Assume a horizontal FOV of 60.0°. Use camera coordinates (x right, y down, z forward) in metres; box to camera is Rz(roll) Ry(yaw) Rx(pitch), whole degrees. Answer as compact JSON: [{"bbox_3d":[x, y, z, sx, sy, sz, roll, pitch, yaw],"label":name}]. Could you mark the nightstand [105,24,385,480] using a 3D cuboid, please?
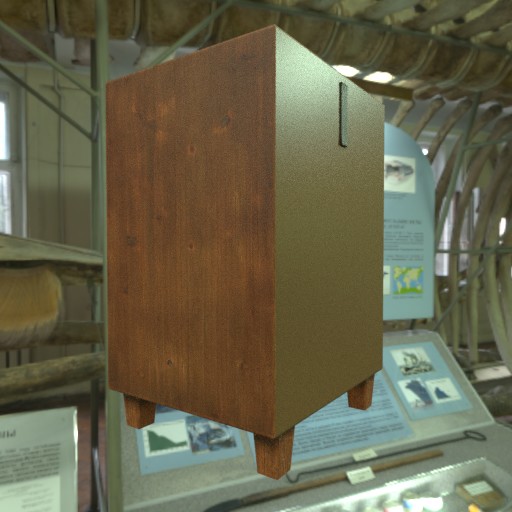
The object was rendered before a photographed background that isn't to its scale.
[{"bbox_3d":[0.000,0.000,0.961,0.410,0.695,0.465,1,2,36],"label":"nightstand"}]
